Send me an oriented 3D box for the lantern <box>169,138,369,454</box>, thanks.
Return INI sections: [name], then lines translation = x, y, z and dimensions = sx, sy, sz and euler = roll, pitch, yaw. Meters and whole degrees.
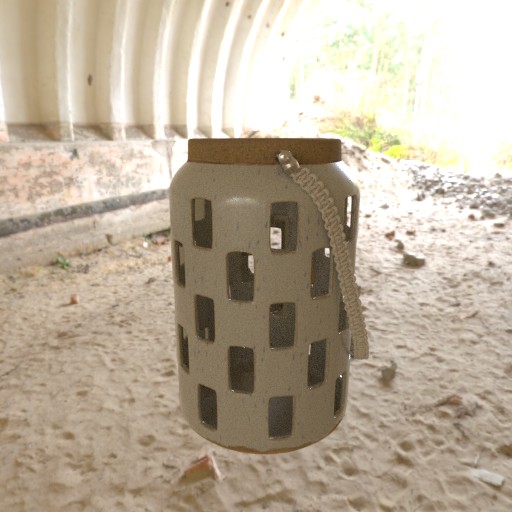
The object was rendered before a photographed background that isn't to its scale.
[lantern]
translation = 0.000, 0.000, 0.495
dimensions = 0.184, 0.255, 0.347
euler = -2, 15, -9
